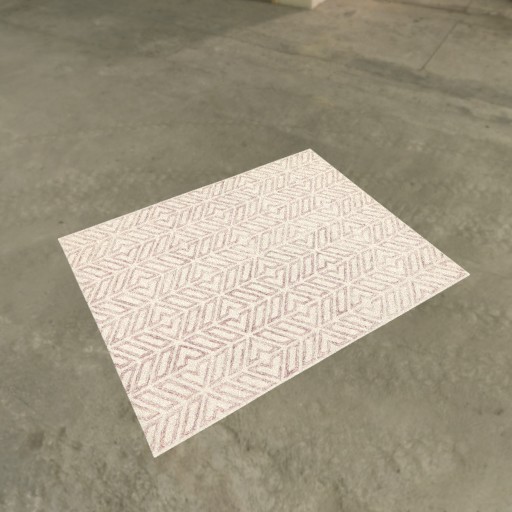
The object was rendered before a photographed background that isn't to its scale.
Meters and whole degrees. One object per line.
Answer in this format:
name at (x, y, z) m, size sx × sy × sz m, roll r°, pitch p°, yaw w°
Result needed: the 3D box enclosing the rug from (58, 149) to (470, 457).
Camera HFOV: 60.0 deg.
rug at (0.000, 0.000, 4.156) m, size 3.045 × 0.008 × 2.421 m, roll -24°, pitch 50°, yaw -21°
